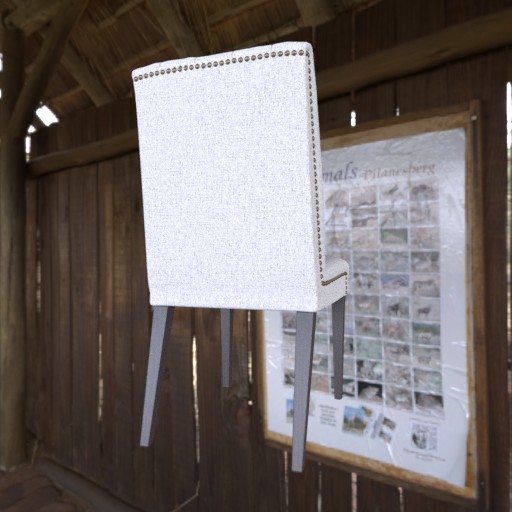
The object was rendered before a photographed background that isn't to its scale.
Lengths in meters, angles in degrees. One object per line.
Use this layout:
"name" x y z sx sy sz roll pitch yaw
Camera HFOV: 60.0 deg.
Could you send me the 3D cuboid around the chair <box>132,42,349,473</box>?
"chair" 0.000 0.000 1.390 0.511 1.016 0.647 0 0 19
